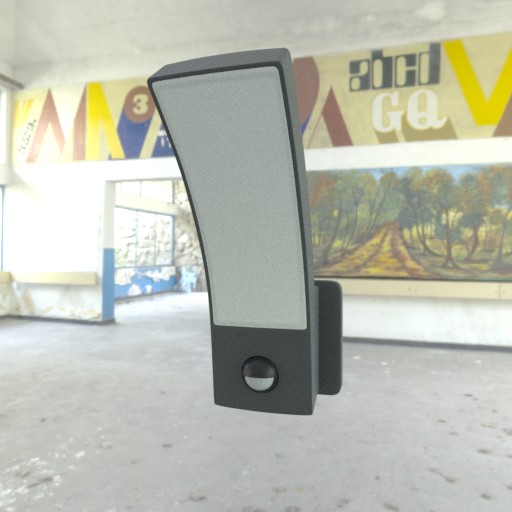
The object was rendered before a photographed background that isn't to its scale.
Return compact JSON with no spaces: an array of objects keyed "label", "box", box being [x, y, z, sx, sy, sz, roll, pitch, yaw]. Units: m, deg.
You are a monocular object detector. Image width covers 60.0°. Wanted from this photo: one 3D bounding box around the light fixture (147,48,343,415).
[{"label":"light fixture","box":[0.000,0.000,0.329,0.108,0.243,0.174,0,0,18]}]
